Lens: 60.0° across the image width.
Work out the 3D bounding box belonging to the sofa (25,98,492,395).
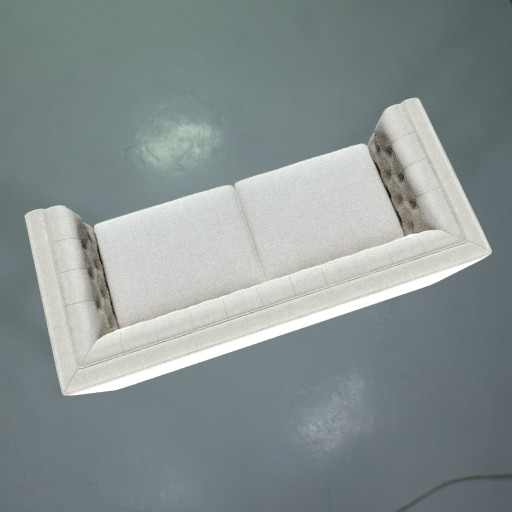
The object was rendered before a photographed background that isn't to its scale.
[{"bbox_3d":[0.000,0.000,2.179,1.778,0.762,0.775,-18,76,-5],"label":"sofa"}]
